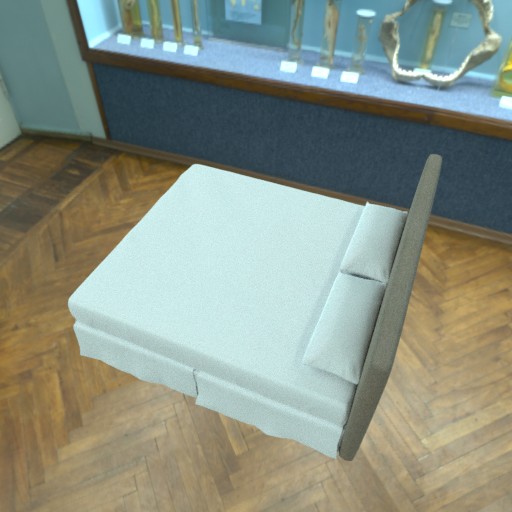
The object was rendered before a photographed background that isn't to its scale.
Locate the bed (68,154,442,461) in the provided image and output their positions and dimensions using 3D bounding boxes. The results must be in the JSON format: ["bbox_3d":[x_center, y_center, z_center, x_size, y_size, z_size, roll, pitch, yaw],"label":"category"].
[{"bbox_3d":[0.000,0.000,3.572,2.341,1.317,2.119,17,48,16],"label":"bed"}]
